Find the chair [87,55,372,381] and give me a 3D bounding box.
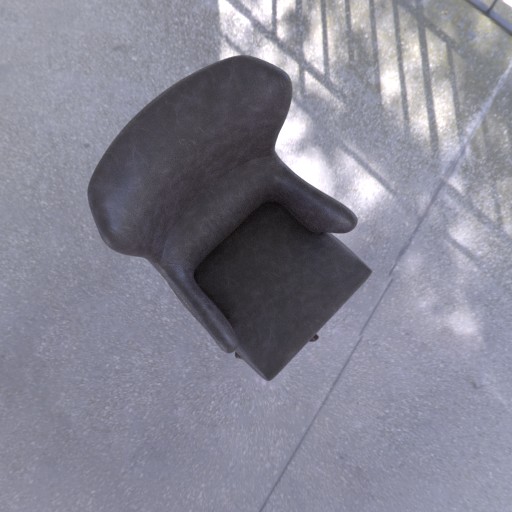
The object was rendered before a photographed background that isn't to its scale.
[{"bbox_3d":[0.000,0.000,1.470,0.717,1.037,0.594,44,80,9],"label":"chair"}]
